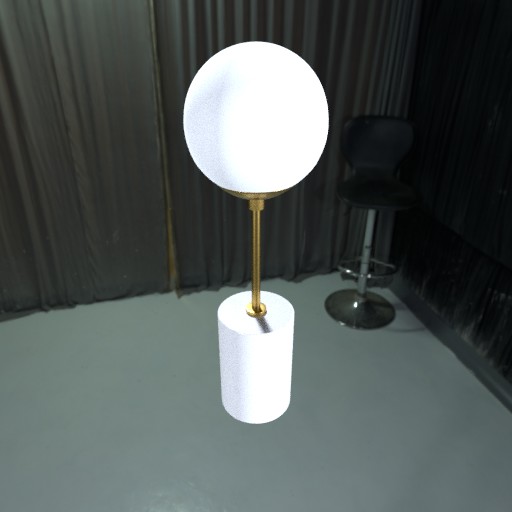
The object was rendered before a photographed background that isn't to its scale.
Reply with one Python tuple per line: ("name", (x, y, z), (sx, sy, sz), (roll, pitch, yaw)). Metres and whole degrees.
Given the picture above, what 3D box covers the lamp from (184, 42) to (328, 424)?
("lamp", (0.000, 0.000, 0.551), (0.153, 0.480, 0.153), (0, 28, 0))
